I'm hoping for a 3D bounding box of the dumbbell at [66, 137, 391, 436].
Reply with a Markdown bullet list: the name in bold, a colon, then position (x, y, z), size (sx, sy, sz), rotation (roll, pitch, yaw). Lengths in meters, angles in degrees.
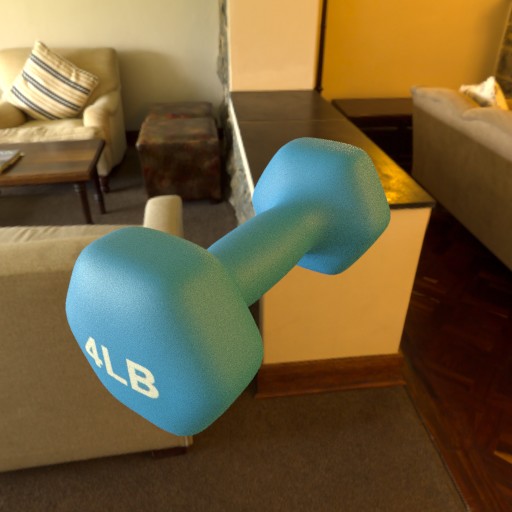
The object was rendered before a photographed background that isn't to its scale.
- **dumbbell**: position (0.000, 0.000, 0.188), size (0.074, 0.066, 0.152), rotation (20, 37, 29)
